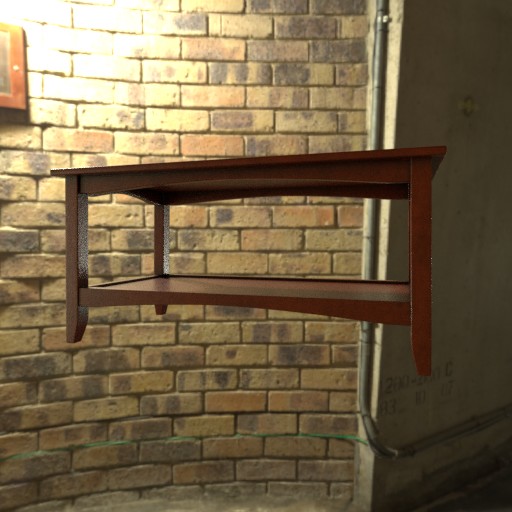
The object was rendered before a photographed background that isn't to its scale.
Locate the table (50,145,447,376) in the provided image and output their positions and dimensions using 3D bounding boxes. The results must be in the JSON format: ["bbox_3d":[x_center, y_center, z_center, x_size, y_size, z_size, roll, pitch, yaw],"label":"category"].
[{"bbox_3d":[0.000,0.000,1.254,0.943,0.456,0.533,1,3,18],"label":"table"}]
